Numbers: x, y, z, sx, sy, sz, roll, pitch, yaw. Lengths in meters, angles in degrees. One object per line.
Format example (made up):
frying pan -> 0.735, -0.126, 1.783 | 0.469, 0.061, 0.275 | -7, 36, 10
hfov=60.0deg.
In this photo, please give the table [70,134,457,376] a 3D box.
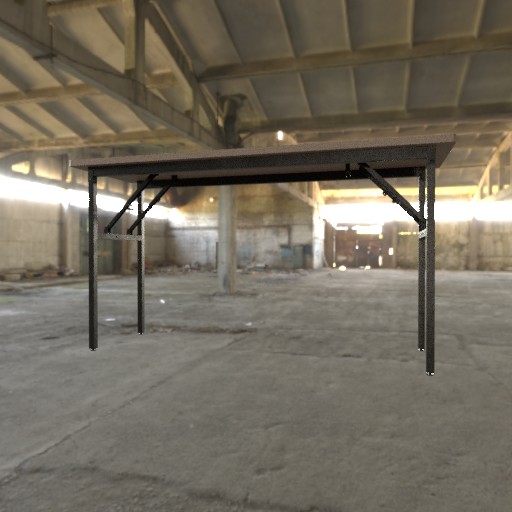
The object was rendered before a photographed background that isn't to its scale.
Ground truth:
table -> 0.000, 0.000, 1.755 | 1.397, 0.750, 0.447 | 0, 1, 16
